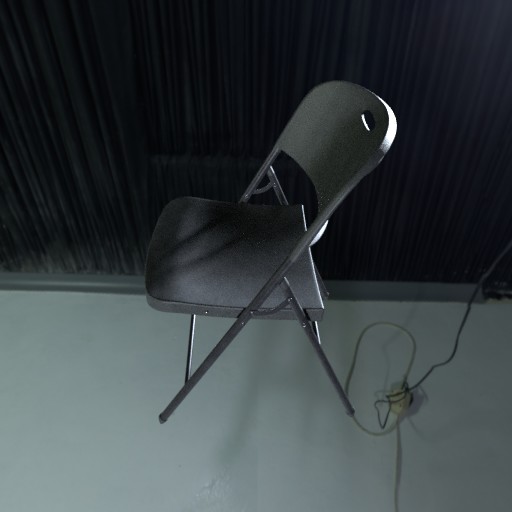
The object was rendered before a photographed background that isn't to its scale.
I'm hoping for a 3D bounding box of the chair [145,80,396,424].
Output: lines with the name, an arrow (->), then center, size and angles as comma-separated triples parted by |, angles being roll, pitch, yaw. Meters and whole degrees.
chair -> 0.000, 0.000, 1.178 | 0.566, 0.810, 0.494 | -1, 41, -2
